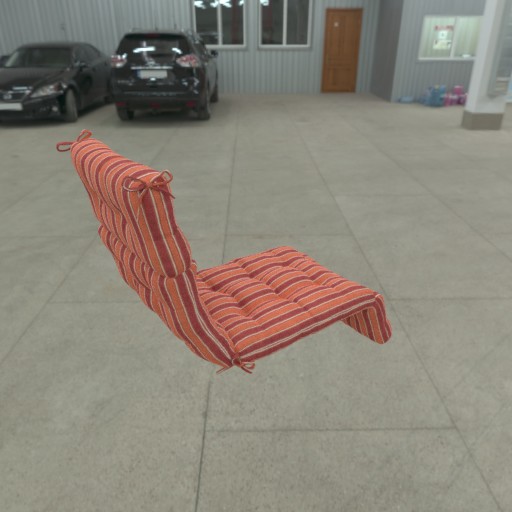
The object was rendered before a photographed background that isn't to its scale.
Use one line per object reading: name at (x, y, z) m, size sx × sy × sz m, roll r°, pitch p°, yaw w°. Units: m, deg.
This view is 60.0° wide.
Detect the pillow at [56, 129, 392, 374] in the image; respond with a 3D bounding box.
pillow at (0.000, 0.000, 1.493) m, size 1.016 × 0.863 × 0.526 m, roll -18°, pitch 32°, yaw -32°
